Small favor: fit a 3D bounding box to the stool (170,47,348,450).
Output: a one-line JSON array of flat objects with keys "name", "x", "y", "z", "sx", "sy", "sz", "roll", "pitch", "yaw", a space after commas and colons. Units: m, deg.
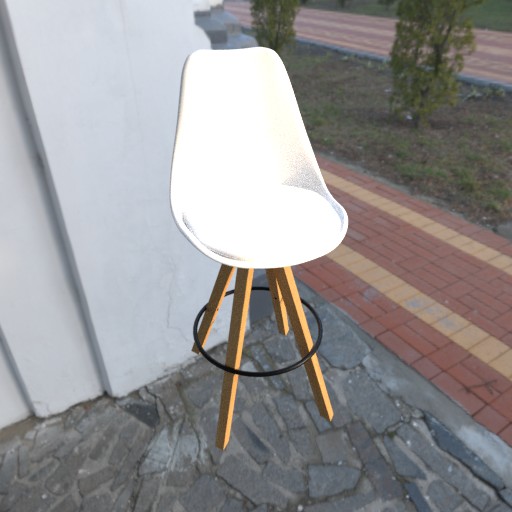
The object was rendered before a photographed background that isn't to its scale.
[{"name": "stool", "x": 0.000, "y": 0.000, "z": 1.384, "sx": 0.482, "sy": 1.115, "sz": 0.549, "roll": -10, "pitch": 35, "yaw": -14}]
